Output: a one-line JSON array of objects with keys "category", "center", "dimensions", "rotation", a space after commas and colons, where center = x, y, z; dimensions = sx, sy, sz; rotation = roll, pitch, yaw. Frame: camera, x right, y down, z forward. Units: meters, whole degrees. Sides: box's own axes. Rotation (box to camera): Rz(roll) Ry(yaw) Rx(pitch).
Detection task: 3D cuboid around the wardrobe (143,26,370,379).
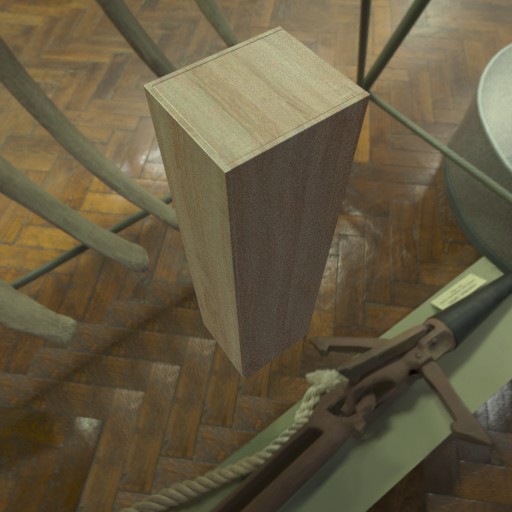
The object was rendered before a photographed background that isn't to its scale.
[{"category": "wardrobe", "center": [0.000, 0.000, 2.391], "dimensions": [0.588, 2.117, 0.496], "rotation": [-32, 63, -18]}]
